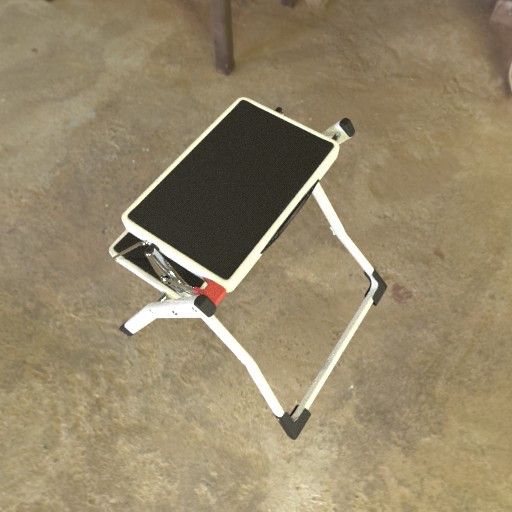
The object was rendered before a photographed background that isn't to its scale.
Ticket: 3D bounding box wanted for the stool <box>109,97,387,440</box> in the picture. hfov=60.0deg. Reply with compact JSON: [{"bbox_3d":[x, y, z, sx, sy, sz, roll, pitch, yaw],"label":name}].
[{"bbox_3d":[0.000,0.000,0.870,0.490,0.445,0.485,31,66,16],"label":"stool"}]
